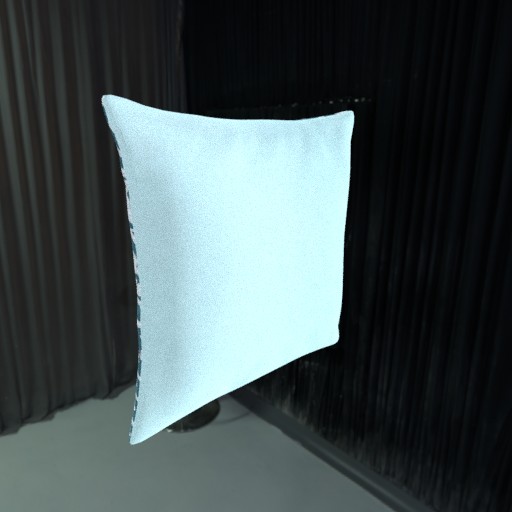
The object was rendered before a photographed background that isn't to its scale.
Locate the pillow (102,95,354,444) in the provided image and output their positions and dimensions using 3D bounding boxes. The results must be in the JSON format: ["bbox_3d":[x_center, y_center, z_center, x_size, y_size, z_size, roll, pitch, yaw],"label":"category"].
[{"bbox_3d":[0.000,0.000,0.784,0.525,0.508,0.166,-14,21,-41],"label":"pillow"}]
